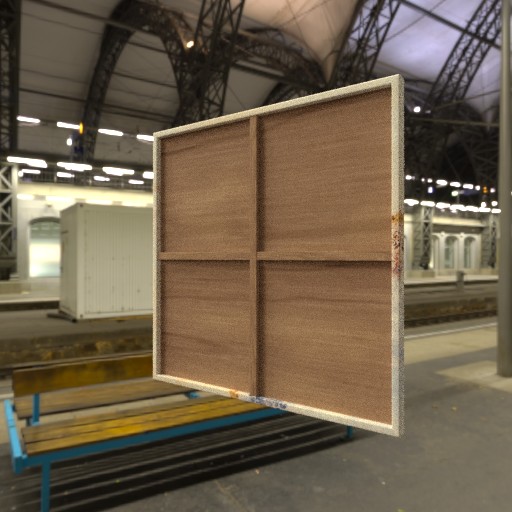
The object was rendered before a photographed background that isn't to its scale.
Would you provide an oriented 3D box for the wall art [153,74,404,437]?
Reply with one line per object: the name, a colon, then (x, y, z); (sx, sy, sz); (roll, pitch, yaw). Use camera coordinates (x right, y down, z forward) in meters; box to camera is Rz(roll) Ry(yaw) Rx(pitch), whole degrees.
wall art: (0.000, 0.000, 1.356); (0.889, 0.889, 0.038); (0, 0, 36)
